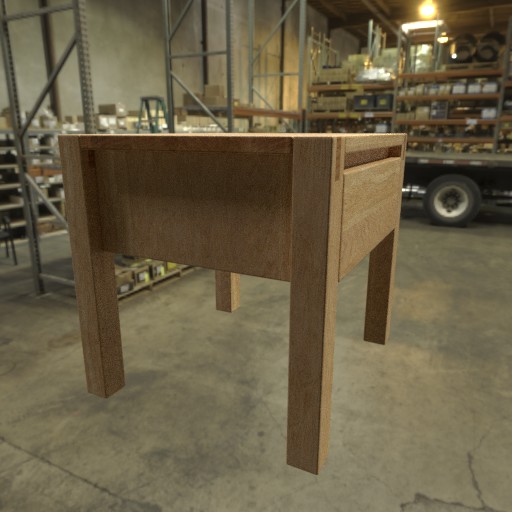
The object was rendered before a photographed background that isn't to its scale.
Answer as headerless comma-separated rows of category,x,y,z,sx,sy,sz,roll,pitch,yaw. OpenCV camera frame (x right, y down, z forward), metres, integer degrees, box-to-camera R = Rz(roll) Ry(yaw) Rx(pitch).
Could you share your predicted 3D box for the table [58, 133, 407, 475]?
table,0.000,0.000,0.848,0.440,0.450,0.480,8,18,26
